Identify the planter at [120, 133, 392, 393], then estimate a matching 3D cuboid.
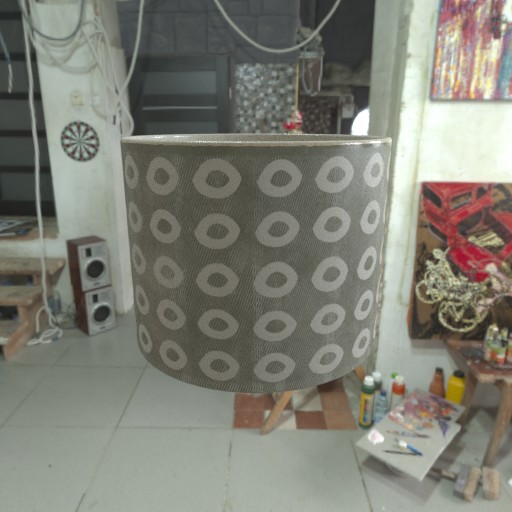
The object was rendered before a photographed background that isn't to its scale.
[{"bbox_3d":[0.000,0.000,0.459,0.250,0.239,0.250,0,17,0],"label":"planter"}]
